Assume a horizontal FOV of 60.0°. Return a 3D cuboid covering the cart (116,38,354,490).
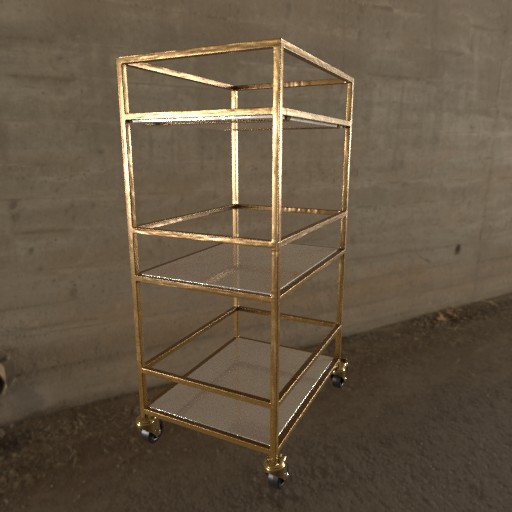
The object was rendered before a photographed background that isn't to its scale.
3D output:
[{"bbox_3d":[0.000,0.000,0.974,0.332,0.761,0.483,7,15,26],"label":"cart"}]
